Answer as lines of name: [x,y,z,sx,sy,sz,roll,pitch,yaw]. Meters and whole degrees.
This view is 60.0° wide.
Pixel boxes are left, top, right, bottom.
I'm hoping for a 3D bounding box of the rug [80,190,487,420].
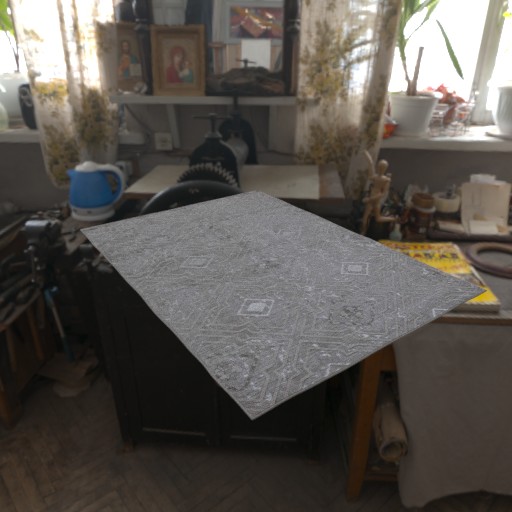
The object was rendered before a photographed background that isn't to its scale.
rug: [0.000,0.000,4.353,2.448,0.020,3.359,-18,31,-31]
